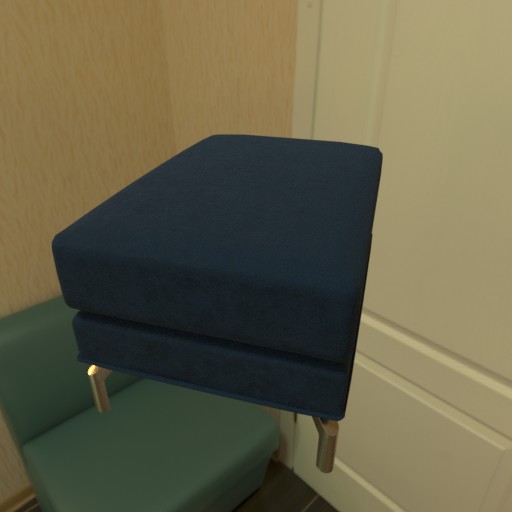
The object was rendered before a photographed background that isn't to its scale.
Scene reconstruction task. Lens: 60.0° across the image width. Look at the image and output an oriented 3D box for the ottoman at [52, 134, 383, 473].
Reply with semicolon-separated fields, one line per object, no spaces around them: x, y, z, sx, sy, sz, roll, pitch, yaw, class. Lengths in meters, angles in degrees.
0.000;0.000;1.190;0.587;0.498;0.835;8;31;14;ottoman
